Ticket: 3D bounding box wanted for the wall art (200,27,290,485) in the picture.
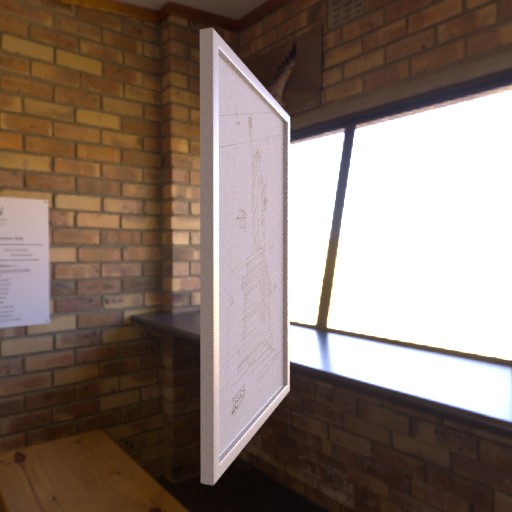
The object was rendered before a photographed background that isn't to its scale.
[{"bbox_3d":[0.000,0.000,1.530,0.038,1.183,0.808,0,1,19],"label":"wall art"}]
